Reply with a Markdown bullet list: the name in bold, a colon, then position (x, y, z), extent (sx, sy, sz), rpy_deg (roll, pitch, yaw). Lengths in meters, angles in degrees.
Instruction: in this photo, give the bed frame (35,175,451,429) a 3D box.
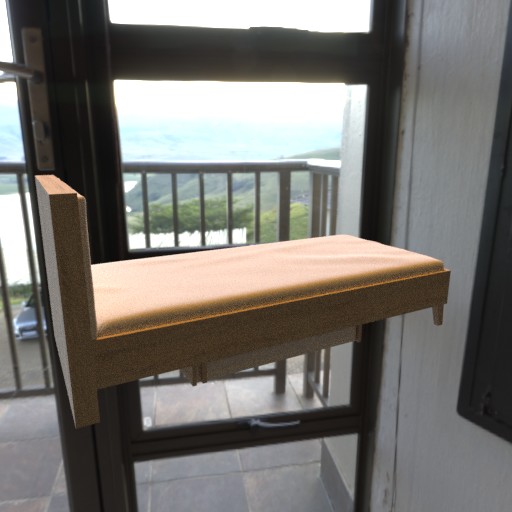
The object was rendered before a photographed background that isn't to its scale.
- **bed frame**: position (0.000, 0.000, 2.542), extent (2.140, 0.920, 0.990), rpy_deg (-8, 16, -27)
